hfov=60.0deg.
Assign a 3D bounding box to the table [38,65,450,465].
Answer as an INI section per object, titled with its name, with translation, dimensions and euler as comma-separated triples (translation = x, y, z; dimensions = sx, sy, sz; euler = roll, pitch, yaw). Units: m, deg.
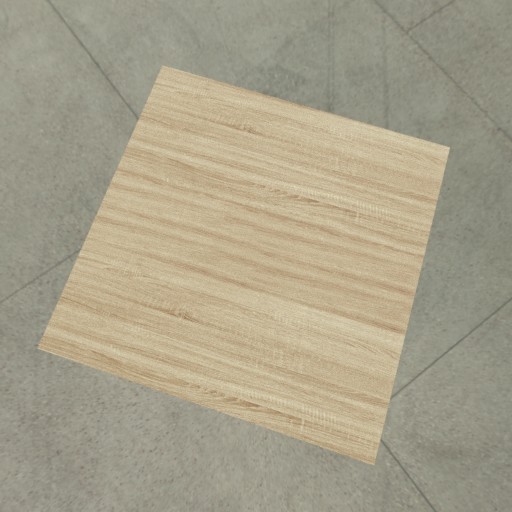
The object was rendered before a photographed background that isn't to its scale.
[table]
translation = 0.000, 0.000, 1.356
dimensions = 0.890, 0.305, 0.890
euler = 18, 76, 5
